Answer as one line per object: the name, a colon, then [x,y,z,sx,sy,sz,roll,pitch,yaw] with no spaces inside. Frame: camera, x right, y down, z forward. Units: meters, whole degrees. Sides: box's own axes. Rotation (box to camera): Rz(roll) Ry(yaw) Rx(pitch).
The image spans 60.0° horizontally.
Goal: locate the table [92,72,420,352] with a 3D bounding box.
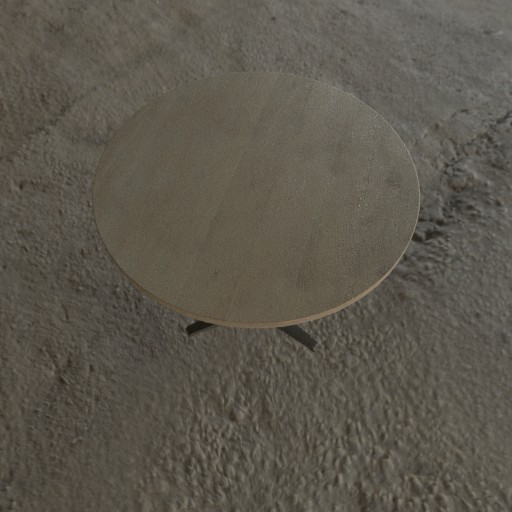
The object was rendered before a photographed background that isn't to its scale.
table: [0.000,0.000,1.431,0.800,0.780,0.800,0,58,0]
